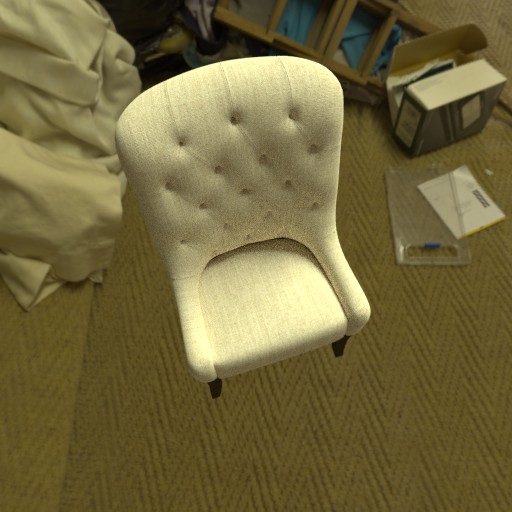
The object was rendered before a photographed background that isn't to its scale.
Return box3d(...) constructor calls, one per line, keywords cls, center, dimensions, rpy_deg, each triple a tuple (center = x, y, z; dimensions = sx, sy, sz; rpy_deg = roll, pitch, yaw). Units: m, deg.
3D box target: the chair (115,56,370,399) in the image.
box3d(cls="chair", center=(0.000, 0.000, 1.487), dimensions=(0.634, 1.091, 0.629), rpy_deg=(-16, 65, -8))
